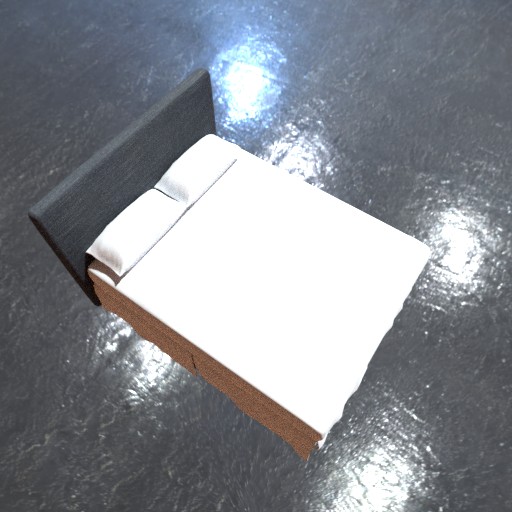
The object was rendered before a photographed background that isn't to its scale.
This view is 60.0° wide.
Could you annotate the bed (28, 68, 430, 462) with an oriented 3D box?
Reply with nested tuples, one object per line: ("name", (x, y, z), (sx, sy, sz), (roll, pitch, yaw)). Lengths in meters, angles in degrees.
("bed", (0.000, 0.000, 3.187), (2.142, 1.330, 1.723), (31, 64, 17))
